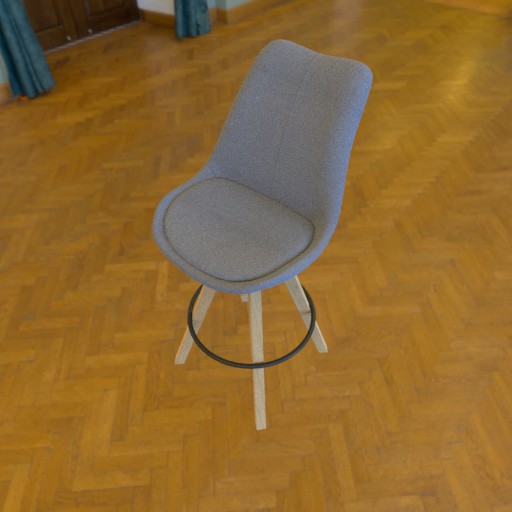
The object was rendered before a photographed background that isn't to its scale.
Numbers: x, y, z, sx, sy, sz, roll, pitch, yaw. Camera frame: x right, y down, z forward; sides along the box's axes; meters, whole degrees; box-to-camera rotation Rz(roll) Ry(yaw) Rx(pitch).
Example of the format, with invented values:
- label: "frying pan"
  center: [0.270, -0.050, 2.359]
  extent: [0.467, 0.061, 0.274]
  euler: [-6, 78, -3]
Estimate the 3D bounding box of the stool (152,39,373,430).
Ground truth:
- label: "stool"
  center: [0.000, 0.000, 1.398]
  extent: [0.485, 1.115, 0.550]
  euler: [30, 53, 26]
